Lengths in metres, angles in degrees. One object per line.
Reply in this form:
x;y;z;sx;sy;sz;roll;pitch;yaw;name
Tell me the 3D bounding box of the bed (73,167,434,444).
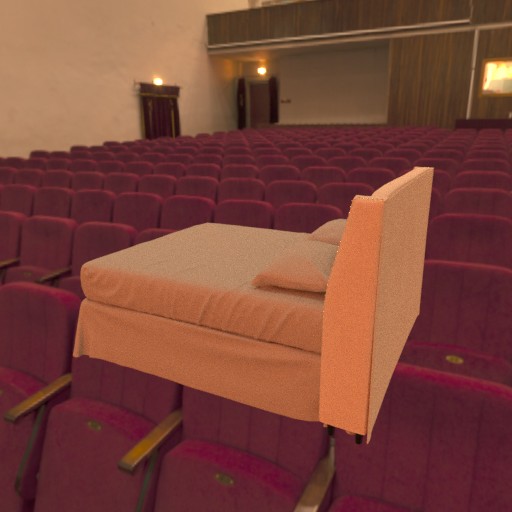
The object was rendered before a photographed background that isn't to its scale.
0.000;0.000;3.424;2.276;1.332;1.925;8;18;26;bed
